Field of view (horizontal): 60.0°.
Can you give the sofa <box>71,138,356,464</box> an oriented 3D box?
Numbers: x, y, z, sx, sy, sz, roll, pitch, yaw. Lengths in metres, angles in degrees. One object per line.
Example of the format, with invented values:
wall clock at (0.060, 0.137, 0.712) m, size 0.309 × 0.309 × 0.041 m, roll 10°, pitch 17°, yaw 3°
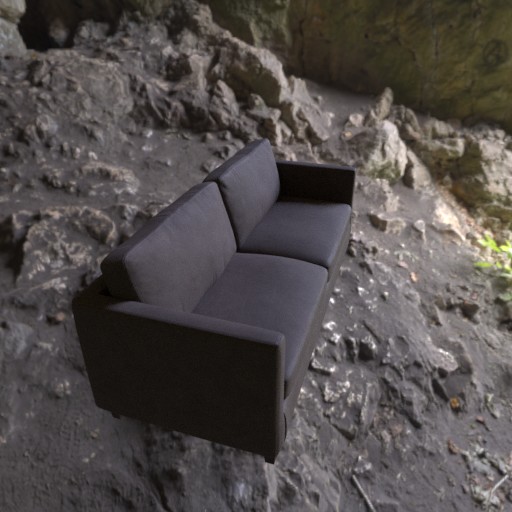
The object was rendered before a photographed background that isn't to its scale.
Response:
sofa at (0.000, 0.000, 2.752) m, size 0.951 × 0.965 × 2.208 m, roll 9°, pitch 31°, yaw 16°
